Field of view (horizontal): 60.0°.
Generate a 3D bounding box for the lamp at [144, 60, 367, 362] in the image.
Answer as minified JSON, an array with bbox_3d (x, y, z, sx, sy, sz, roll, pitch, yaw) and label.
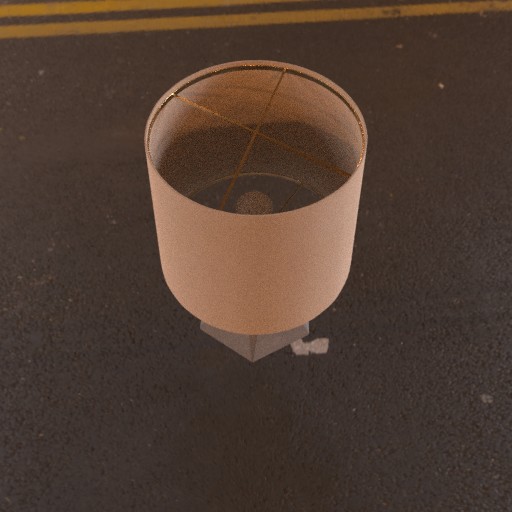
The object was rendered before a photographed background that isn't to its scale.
[{"bbox_3d":[0.000,0.000,0.671,0.276,0.501,0.276,0,58,0],"label":"lamp"}]
